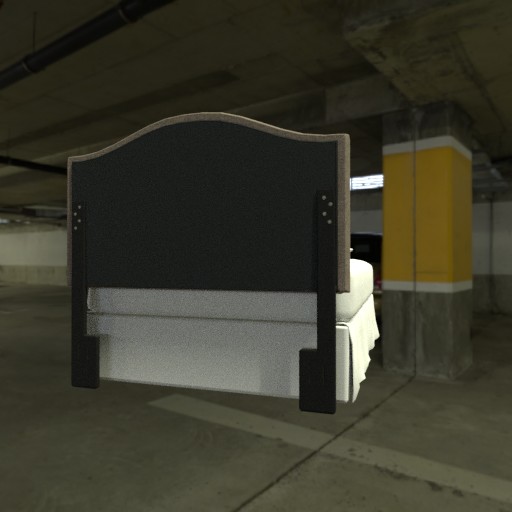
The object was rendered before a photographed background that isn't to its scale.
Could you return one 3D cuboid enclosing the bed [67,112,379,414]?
[{"bbox_3d":[0.000,0.000,3.351,1.713,1.518,2.153,0,0,18],"label":"bed"}]
